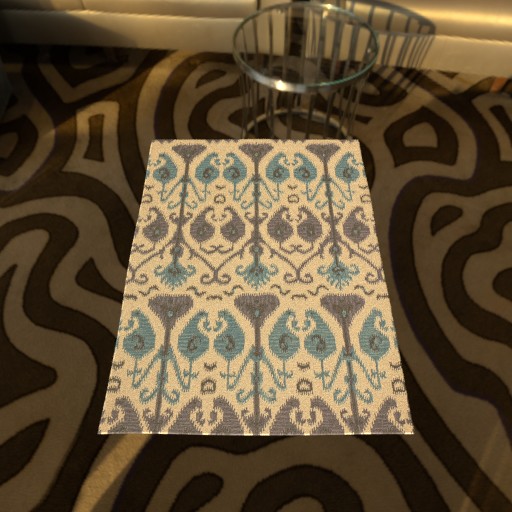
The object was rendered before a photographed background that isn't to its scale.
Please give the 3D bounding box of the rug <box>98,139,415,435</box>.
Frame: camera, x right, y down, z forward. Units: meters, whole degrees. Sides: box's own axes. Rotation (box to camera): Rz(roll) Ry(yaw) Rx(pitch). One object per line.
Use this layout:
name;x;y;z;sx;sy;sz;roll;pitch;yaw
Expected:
rug;0.000;0.000;2.958;1.676;0.013;2.261;0;57;0
